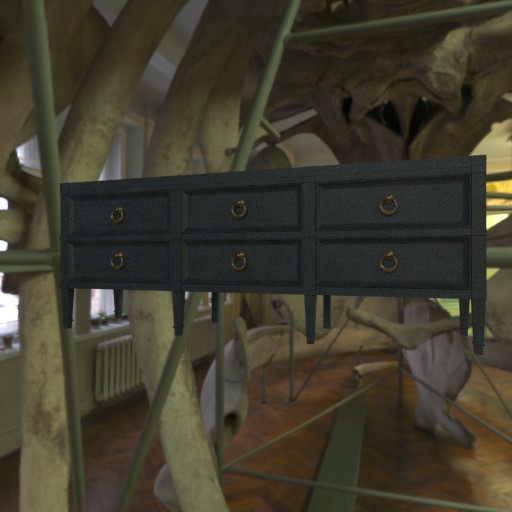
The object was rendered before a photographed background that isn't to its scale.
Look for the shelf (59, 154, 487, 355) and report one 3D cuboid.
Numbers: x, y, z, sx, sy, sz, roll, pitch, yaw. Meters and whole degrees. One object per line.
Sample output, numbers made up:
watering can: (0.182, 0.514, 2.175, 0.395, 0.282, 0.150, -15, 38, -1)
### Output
shelf: (0.000, 0.000, 2.085, 1.878, 0.715, 0.471, 0, 0, 19)
